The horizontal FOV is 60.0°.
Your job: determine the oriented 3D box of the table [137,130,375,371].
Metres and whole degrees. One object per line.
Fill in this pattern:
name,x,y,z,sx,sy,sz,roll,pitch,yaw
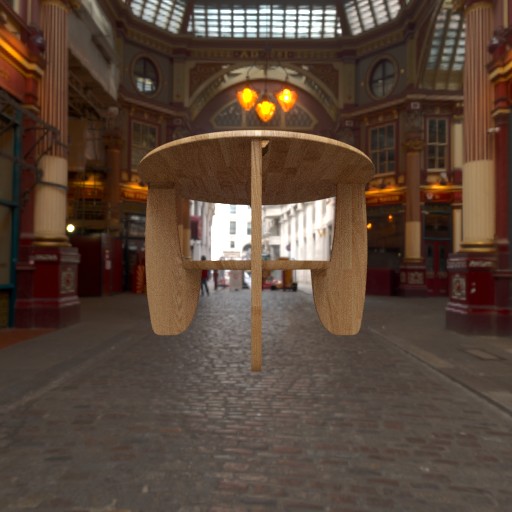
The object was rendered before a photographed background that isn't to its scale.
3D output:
table,0.000,0.000,1.381,0.690,0.490,1.040,0,-1,0
